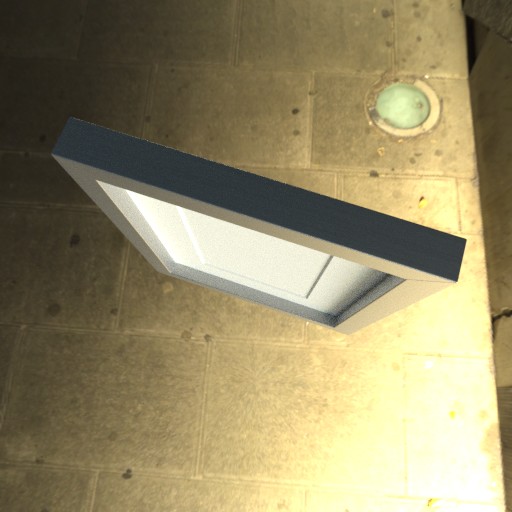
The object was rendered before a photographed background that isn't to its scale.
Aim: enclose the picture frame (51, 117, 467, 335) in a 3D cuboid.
[{"bbox_3d":[0.000,0.000,0.380,0.233,0.282,0.036,18,75,5],"label":"picture frame"}]
